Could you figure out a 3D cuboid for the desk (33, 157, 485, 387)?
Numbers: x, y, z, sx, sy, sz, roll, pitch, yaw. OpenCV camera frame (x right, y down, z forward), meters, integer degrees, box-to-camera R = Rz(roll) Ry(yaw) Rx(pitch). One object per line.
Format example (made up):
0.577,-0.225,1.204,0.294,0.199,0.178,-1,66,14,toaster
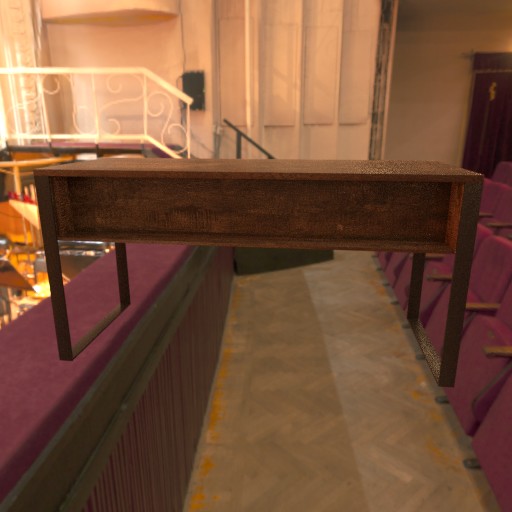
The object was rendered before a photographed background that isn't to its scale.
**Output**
0.000,0.000,1.877,1.524,0.762,0.599,2,17,7,desk
